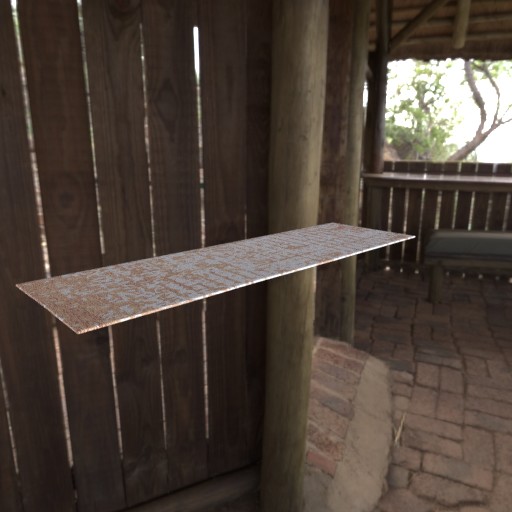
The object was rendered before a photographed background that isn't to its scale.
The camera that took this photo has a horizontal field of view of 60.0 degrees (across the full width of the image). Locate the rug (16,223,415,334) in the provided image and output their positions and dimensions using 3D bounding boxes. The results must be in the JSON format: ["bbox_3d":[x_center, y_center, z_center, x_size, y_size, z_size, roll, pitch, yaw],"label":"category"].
[{"bbox_3d":[0.000,0.000,2.649,2.435,0.011,0.750,-13,19,-41],"label":"rug"}]
